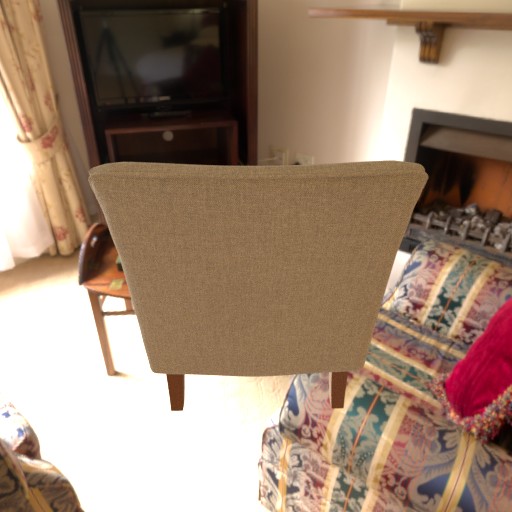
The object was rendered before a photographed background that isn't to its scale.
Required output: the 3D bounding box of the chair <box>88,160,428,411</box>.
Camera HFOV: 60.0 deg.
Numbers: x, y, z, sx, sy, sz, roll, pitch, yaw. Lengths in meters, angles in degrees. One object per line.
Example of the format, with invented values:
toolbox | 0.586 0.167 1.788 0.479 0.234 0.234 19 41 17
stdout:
chair | 0.000 0.000 1.727 0.887 1.047 0.993 -1 31 -1
